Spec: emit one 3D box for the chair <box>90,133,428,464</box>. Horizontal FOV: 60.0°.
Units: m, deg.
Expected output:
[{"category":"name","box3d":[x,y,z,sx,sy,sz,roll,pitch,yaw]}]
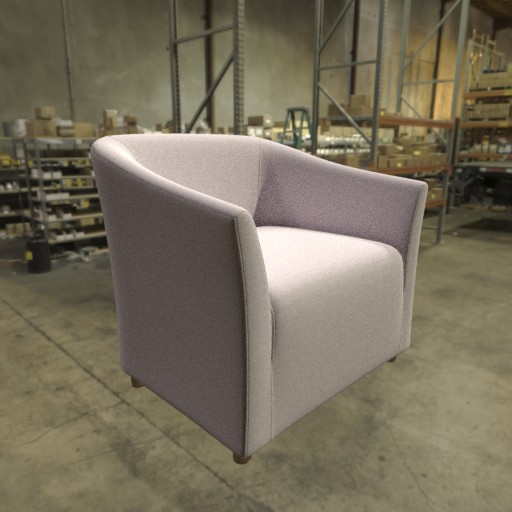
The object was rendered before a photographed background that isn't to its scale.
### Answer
[{"category":"chair","box3d":[0.000,0.000,1.343,0.790,0.720,0.700,-14,20,-43]}]
